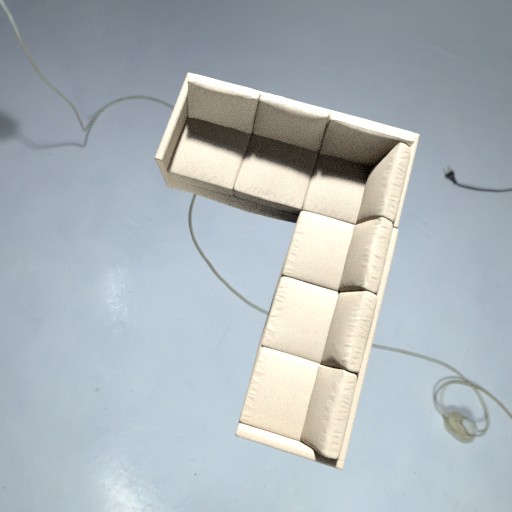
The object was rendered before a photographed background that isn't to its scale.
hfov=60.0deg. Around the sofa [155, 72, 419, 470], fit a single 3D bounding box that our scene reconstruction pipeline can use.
[{"bbox_3d":[0.000,0.000,4.295,2.432,0.871,3.182,16,76,4],"label":"sofa"}]
